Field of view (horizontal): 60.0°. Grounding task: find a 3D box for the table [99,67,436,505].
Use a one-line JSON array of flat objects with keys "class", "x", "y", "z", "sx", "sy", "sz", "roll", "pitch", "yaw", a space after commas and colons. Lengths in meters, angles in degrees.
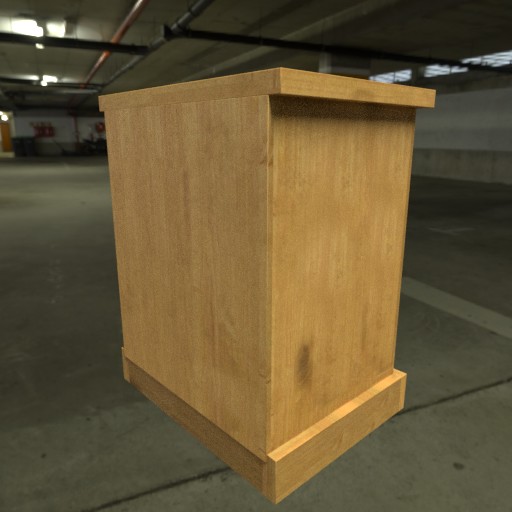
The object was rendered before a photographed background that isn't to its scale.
[{"class": "table", "x": 0.000, "y": 0.000, "z": 1.176, "sx": 0.500, "sy": 0.813, "sz": 0.660, "roll": -13, "pitch": 20, "yaw": -41}]
